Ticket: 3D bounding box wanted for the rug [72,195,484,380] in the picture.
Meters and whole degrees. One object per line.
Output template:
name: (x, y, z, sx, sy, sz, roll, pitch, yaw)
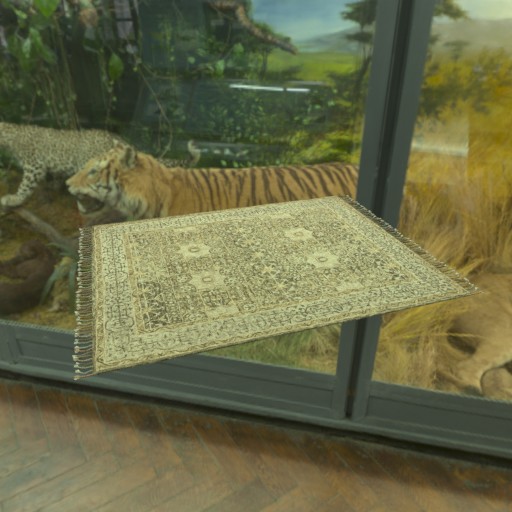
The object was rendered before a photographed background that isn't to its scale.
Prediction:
rug: (0.000, 0.000, 4.300, 3.291, 0.017, 2.431, -9, 30, -16)
